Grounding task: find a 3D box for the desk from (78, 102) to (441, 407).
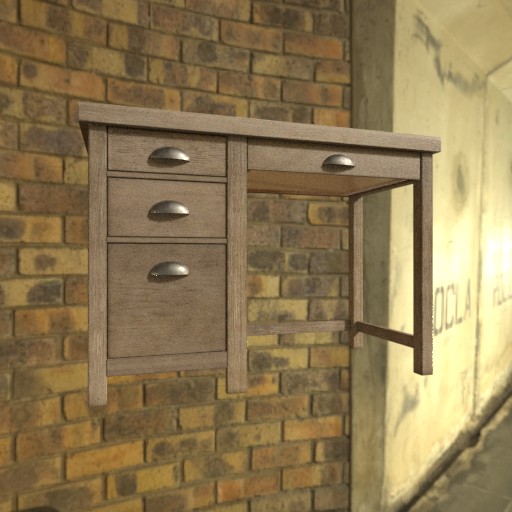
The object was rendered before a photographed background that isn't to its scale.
[{"bbox_3d":[0.000,0.000,1.785,1.289,0.912,0.610,0,0,-17],"label":"desk"}]
